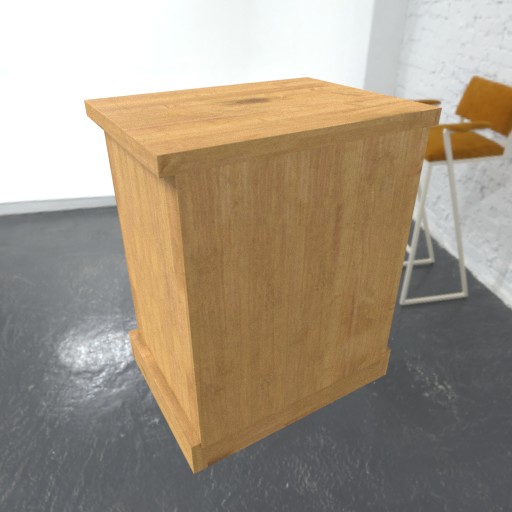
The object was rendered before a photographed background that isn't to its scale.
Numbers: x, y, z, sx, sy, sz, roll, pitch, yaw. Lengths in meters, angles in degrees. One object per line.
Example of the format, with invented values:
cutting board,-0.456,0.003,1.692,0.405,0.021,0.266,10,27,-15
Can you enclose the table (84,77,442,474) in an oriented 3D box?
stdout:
table,0.000,0.000,1.223,0.660,0.813,0.500,-17,34,-26
